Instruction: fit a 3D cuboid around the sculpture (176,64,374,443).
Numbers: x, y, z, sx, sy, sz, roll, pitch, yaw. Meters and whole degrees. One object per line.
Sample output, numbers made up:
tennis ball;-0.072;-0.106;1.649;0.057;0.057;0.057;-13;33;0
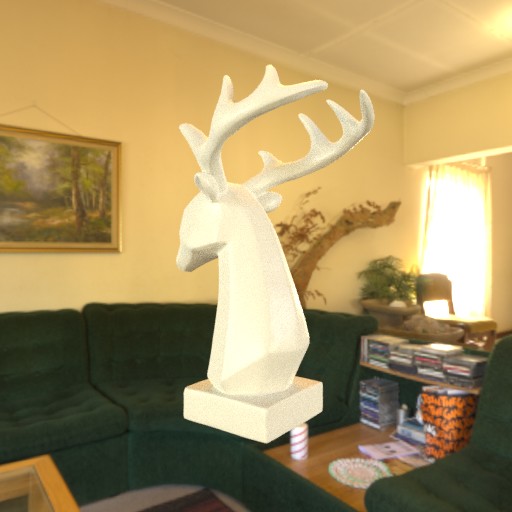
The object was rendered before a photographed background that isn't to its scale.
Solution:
sculpture;0.000;0.000;0.452;0.224;0.329;0.174;0;0;37
